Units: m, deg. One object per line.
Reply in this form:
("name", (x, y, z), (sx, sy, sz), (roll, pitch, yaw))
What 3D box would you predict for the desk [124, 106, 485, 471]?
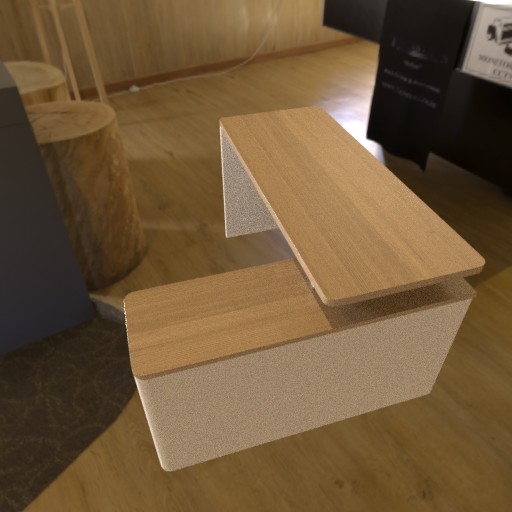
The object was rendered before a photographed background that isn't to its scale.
("desk", (0.000, 0.000, 2.076), (1.175, 0.770, 1.400), (-11, 42, -13))
